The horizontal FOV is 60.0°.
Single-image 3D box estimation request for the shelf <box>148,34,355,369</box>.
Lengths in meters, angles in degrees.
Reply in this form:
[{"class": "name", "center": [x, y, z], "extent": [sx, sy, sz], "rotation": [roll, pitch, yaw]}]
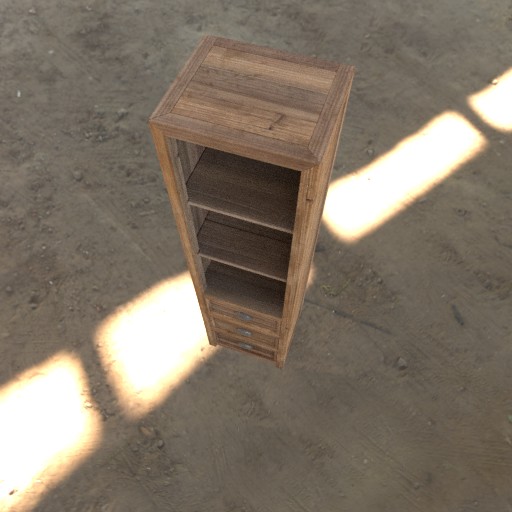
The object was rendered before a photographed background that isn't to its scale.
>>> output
[{"class": "shelf", "center": [0.000, 0.000, 2.120], "extent": [0.500, 1.900, 0.428], "rotation": [17, 61, 10]}]
